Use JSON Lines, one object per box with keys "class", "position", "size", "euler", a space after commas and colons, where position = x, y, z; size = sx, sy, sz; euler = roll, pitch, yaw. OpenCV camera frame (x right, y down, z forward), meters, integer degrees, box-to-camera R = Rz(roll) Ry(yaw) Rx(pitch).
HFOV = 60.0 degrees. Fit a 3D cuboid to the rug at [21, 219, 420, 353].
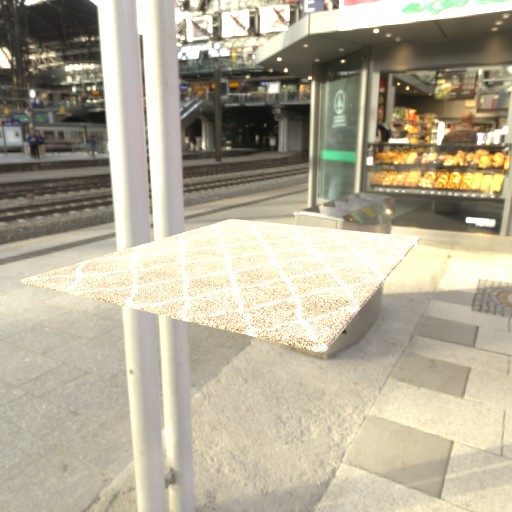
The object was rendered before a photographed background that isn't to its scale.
{"class": "rug", "position": [0.000, 0.000, 4.098], "size": [2.438, 0.029, 3.047], "euler": [8, 17, 27]}
